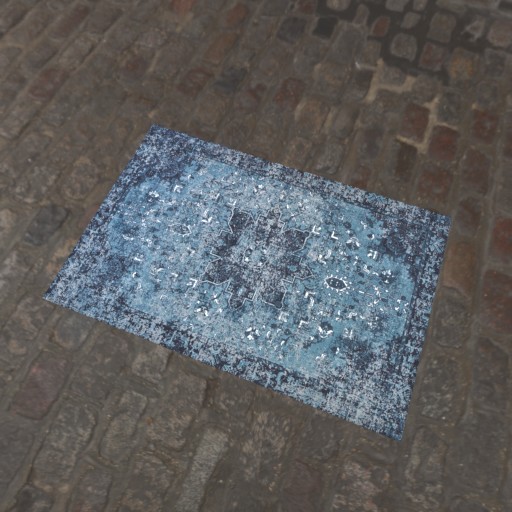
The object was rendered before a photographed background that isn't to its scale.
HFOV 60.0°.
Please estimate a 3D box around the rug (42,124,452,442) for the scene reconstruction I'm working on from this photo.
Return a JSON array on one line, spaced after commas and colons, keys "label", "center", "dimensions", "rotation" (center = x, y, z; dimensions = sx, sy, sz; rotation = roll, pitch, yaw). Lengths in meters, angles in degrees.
[{"label": "rug", "center": [0.000, 0.000, 2.322], "dimensions": [1.828, 0.005, 1.219], "rotation": [19, 66, 9]}]
